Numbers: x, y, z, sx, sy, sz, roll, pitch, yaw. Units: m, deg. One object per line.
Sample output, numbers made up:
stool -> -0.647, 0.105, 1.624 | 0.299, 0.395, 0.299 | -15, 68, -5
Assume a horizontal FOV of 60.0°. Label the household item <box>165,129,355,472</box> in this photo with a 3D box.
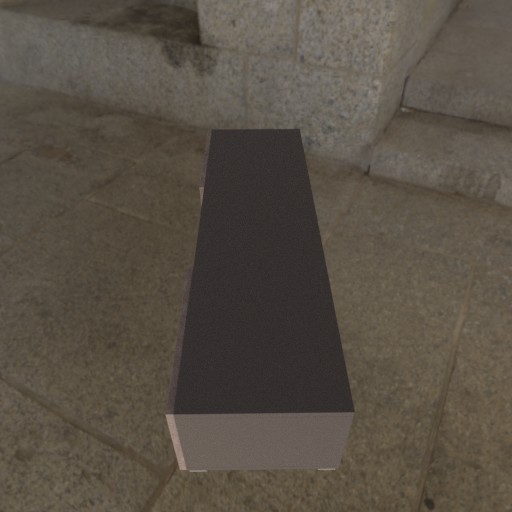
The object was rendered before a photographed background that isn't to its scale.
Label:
household item -> 0.000, 0.000, 1.607 | 0.420, 0.310, 1.400 | -1, 42, -1
